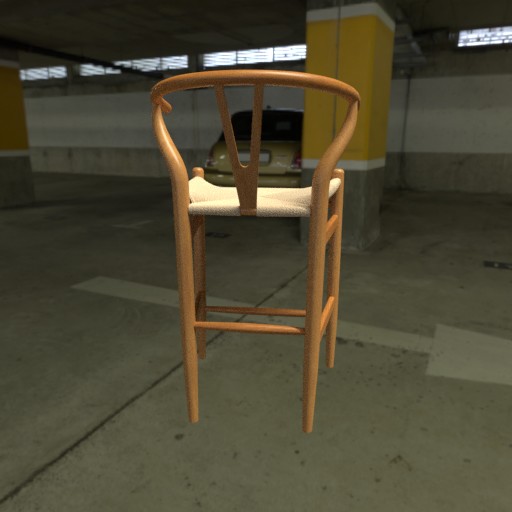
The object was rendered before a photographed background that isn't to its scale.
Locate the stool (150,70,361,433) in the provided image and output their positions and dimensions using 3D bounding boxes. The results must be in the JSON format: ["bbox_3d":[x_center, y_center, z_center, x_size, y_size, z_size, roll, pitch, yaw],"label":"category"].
[{"bbox_3d":[0.000,0.000,1.337,0.569,0.970,0.579,2,15,8],"label":"stool"}]
